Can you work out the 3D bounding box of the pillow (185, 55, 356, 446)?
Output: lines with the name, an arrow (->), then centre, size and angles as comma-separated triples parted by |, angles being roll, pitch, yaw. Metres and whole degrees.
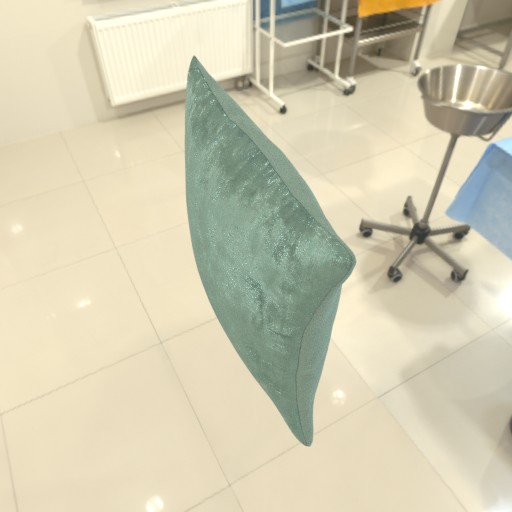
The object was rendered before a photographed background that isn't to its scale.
pillow -> 0.000, 0.000, 0.713 | 0.175, 0.464, 0.470 | -17, 49, -15
